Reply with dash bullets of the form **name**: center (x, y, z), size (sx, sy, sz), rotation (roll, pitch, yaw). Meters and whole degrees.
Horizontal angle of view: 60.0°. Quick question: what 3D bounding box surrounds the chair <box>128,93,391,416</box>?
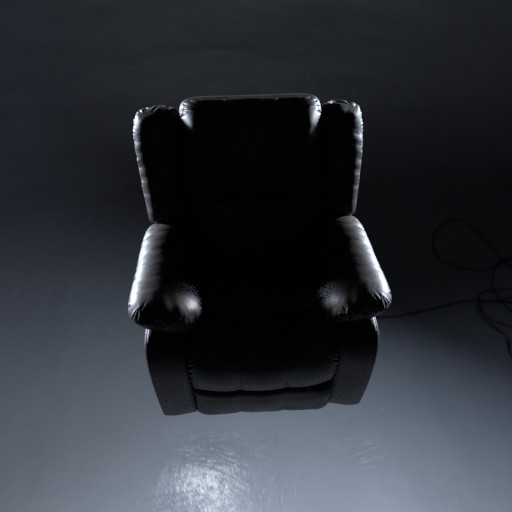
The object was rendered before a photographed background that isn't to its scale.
- **chair**: center (0.000, 0.000, 1.754), size (0.899, 1.009, 0.934), rotation (-3, 47, -2)
